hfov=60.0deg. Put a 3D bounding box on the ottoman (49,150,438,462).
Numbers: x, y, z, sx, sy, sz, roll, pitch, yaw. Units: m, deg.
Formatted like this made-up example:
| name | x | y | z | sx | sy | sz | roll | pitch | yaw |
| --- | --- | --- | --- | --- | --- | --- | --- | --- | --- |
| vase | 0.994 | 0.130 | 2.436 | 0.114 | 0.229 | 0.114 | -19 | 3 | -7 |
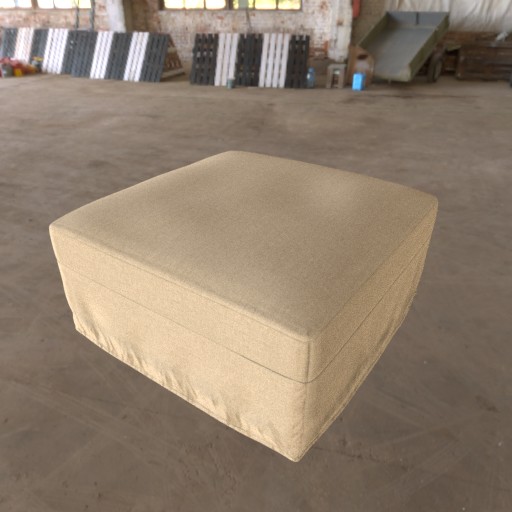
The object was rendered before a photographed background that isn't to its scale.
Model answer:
| name | x | y | z | sx | sy | sz | roll | pitch | yaw |
| --- | --- | --- | --- | --- | --- | --- | --- | --- | --- |
| ottoman | 0.000 | 0.000 | 1.362 | 0.843 | 0.436 | 0.840 | 20 | 36 | 30 |
